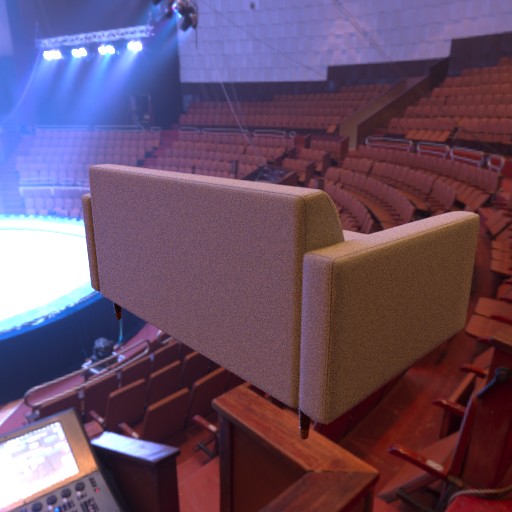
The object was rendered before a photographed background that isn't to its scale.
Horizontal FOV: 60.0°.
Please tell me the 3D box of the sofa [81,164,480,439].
[{"bbox_3d":[0.000,0.000,2.035,0.950,0.801,1.585,-15,22,-41],"label":"sofa"}]
